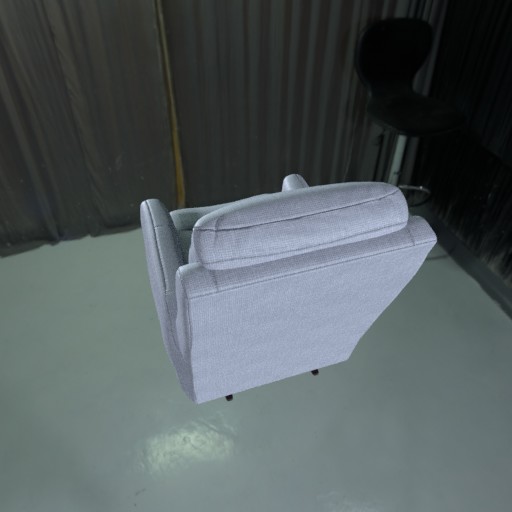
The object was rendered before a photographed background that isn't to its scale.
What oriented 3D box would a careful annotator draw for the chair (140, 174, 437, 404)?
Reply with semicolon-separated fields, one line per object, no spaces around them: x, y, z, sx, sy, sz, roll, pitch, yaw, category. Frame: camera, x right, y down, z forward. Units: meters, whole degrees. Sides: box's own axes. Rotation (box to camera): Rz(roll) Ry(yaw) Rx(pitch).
0.000;0.000;1.738;0.829;1.030;1.080;-12;42;-14;chair
